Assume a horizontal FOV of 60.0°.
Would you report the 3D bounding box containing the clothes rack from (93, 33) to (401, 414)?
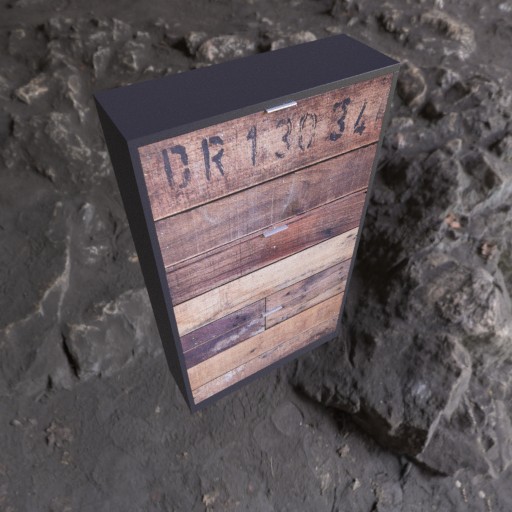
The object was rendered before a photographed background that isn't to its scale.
[{"bbox_3d":[0.000,0.000,1.565,0.750,1.280,0.250,-23,50,-21],"label":"clothes rack"}]
